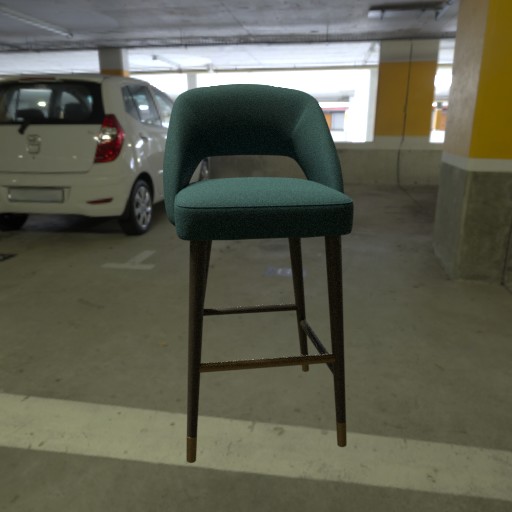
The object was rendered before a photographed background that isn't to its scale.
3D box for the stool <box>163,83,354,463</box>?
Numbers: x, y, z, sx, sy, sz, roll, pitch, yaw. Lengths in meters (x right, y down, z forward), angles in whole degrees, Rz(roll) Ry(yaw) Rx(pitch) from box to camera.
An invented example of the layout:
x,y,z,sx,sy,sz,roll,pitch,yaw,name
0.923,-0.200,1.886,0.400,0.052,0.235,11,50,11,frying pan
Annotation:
x,y,z,sx,sy,sz,roll,pitch,yaw,name
0.000,0.000,1.363,0.536,1.032,0.522,-2,16,-8,stool
